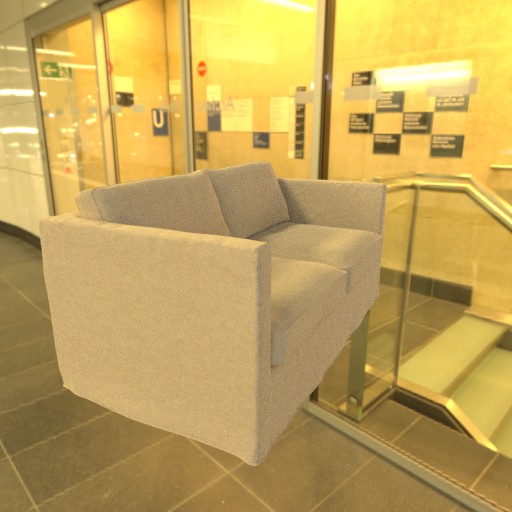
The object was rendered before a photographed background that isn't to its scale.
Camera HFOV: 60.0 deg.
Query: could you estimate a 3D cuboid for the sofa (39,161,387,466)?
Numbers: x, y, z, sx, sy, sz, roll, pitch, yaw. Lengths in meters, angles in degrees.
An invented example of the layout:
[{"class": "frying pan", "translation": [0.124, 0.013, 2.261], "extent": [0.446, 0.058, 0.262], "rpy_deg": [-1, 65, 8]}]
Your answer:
[{"class": "sofa", "translation": [0.000, 0.000, 2.214], "extent": [0.962, 0.835, 1.719], "rpy_deg": [8, 18, 26]}]
